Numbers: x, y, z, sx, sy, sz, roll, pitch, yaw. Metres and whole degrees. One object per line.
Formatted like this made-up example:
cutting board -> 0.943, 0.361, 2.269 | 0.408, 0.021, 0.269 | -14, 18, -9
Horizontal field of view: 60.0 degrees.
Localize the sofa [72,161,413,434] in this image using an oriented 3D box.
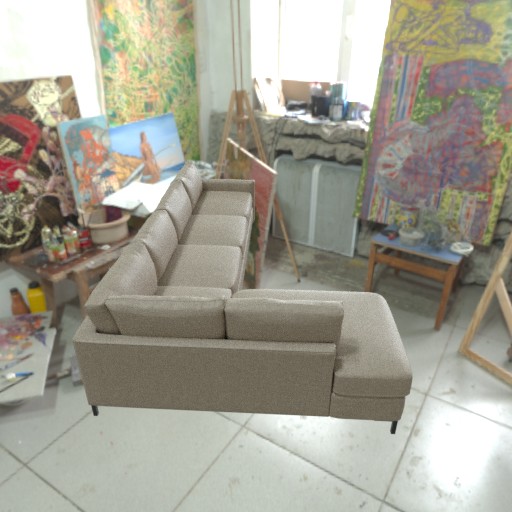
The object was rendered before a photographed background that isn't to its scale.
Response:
sofa -> 0.000, 0.000, 3.142 | 1.617, 0.703, 2.423 | 2, 29, 3
